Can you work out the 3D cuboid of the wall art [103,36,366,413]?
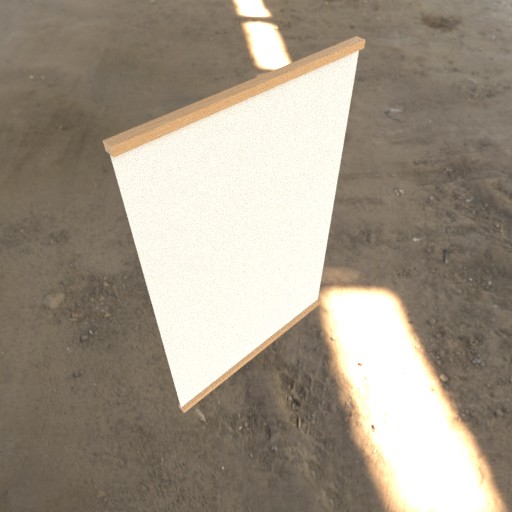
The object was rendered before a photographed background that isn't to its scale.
[{"bbox_3d":[0.000,0.000,1.261,0.669,1.020,0.027,-34,55,-28],"label":"wall art"}]
